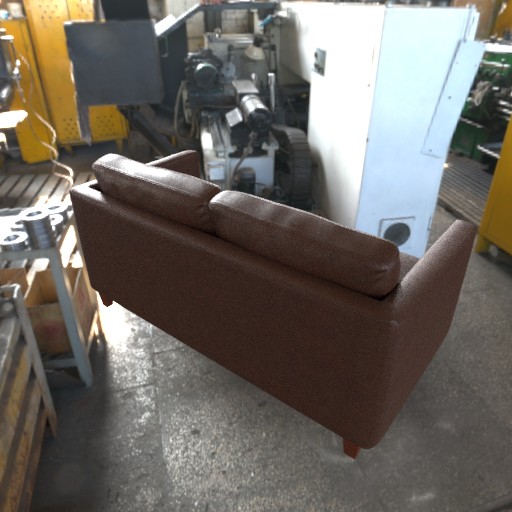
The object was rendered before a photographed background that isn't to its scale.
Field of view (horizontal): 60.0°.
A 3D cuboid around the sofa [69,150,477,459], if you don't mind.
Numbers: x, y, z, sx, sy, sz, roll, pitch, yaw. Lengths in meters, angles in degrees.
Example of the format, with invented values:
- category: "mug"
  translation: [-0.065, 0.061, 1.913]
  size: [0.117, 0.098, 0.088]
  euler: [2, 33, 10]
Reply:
- category: "sofa"
  translation: [0.000, 0.000, 2.347]
  size: [1.883, 0.933, 0.951]
  euler: [22, 37, 32]
